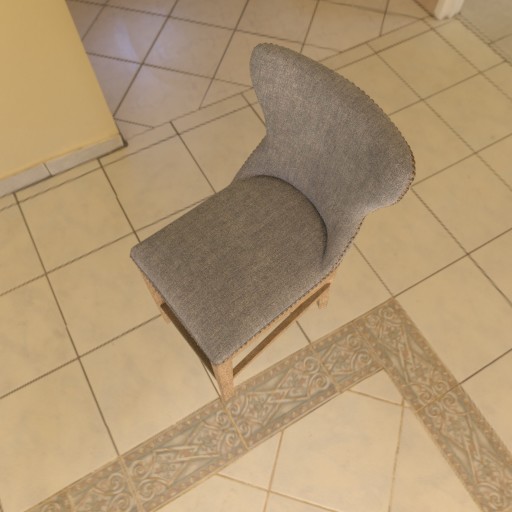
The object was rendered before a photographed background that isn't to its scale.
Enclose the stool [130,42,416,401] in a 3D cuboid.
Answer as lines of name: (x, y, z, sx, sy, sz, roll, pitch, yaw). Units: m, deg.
stool: (0.000, 0.000, 1.322, 0.608, 0.981, 0.498, -36, 69, -16)
